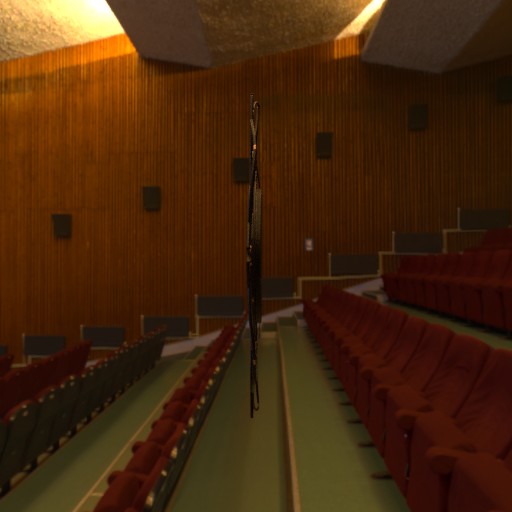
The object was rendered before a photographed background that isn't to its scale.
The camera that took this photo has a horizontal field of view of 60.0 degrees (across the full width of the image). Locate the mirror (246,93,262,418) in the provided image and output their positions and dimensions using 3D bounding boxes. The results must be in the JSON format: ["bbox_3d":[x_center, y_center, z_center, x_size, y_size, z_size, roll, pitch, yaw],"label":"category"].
[{"bbox_3d":[0.000,0.000,1.136,0.028,0.775,0.797,0,0,1],"label":"mirror"}]
